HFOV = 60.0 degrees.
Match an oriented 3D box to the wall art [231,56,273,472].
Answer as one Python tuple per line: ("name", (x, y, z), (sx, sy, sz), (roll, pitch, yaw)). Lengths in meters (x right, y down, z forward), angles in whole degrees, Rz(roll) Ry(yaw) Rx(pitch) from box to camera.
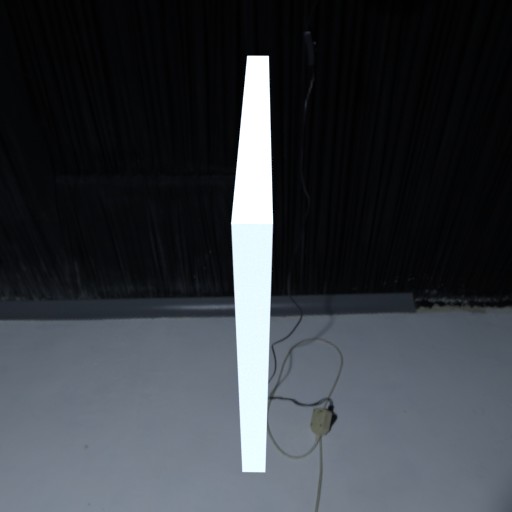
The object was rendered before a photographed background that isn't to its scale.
("wall art", (0.000, 0.000, 0.760), (0.038, 0.506, 0.506), (1, 40, 1))
